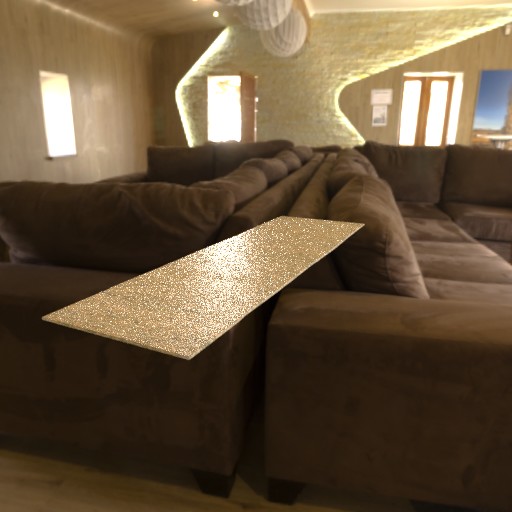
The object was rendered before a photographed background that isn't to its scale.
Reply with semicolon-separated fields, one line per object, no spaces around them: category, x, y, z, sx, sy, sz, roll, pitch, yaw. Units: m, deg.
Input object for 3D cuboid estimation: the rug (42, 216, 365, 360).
rug;0.000;0.000;2.535;0.700;0.014;2.290;8;18;26
